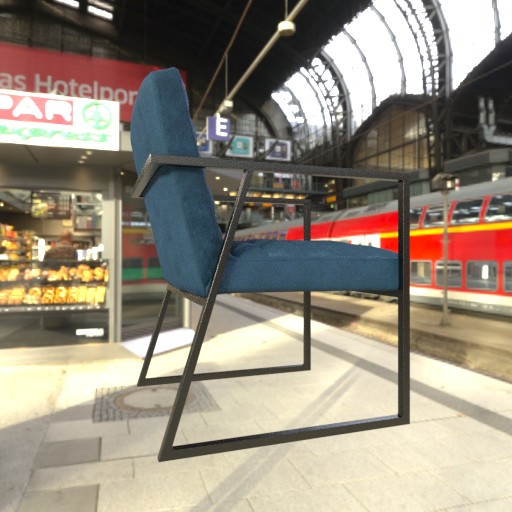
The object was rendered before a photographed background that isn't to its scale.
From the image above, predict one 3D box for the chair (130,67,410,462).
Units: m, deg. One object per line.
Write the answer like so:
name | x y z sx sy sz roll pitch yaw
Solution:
chair | 0.000 0.000 1.265 0.677 0.833 0.571 0 0 -19
